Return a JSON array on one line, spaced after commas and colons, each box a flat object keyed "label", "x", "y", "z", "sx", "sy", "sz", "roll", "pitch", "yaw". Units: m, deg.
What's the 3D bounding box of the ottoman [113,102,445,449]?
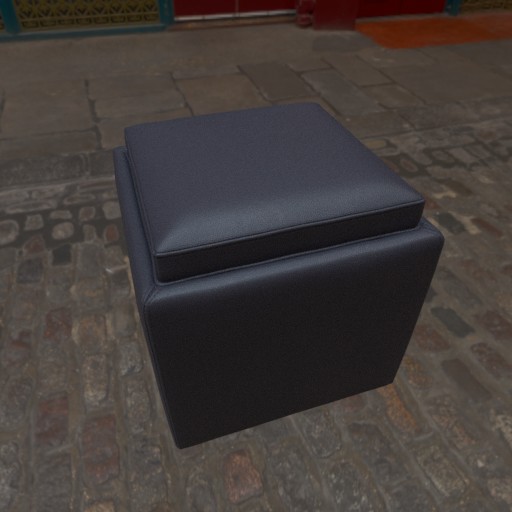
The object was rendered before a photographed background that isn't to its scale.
[{"label": "ottoman", "x": 0.000, "y": 0.000, "z": 0.841, "sx": 0.451, "sy": 0.460, "sz": 0.450, "roll": -12, "pitch": 42, "yaw": -14}]
